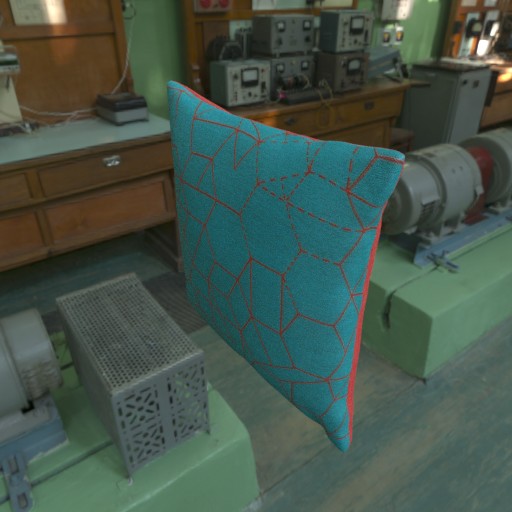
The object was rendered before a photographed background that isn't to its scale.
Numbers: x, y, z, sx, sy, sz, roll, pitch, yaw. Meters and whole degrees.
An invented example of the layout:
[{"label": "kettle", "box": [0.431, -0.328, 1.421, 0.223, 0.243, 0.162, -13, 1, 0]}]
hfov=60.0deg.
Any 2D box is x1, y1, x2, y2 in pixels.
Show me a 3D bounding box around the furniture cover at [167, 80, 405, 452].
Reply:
[{"label": "furniture cover", "box": [0.000, 0.000, 0.773, 0.158, 0.508, 0.517, -22, 38, -31]}]
